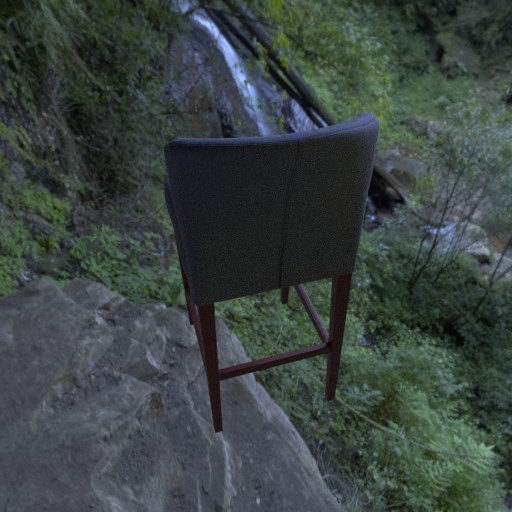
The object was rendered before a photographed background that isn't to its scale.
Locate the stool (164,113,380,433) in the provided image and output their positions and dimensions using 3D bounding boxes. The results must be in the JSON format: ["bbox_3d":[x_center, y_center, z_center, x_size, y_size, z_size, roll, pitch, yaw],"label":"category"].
[{"bbox_3d":[0.000,0.000,1.379,0.481,1.069,0.568,-11,43,-12],"label":"stool"}]
